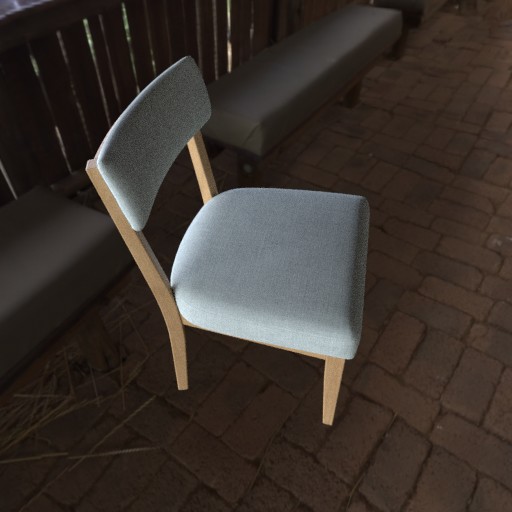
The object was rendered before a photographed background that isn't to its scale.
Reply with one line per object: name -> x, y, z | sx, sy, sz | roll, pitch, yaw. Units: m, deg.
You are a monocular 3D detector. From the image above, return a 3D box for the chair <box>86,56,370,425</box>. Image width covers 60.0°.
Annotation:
chair -> 0.000, 0.000, 1.181 | 0.572, 0.832, 0.508 | 9, 46, 9
